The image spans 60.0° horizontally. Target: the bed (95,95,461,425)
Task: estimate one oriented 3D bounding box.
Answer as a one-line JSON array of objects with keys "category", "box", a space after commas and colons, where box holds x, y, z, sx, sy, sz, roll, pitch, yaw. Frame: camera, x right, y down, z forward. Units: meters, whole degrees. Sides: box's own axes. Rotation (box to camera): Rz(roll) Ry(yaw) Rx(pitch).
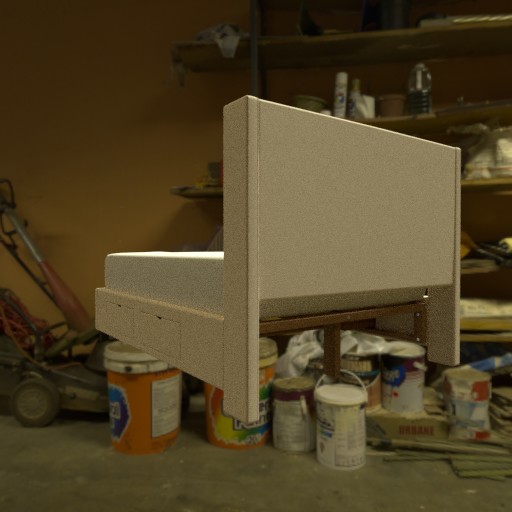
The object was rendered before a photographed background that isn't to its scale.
[{"category": "bed", "box": [0.000, 0.000, 3.395, 1.765, 1.471, 2.280, -1, 1, -36]}]
